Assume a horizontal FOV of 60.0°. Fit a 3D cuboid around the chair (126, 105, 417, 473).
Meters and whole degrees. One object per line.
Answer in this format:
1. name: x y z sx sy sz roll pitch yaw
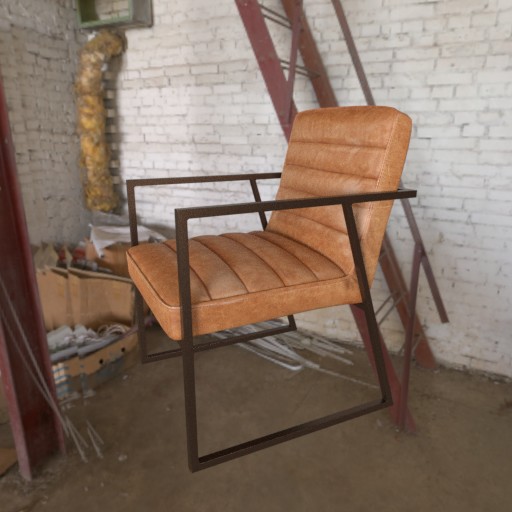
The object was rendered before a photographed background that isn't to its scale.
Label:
1. chair: 0.000 0.000 1.290 0.677 0.832 0.571 -8 18 -24
